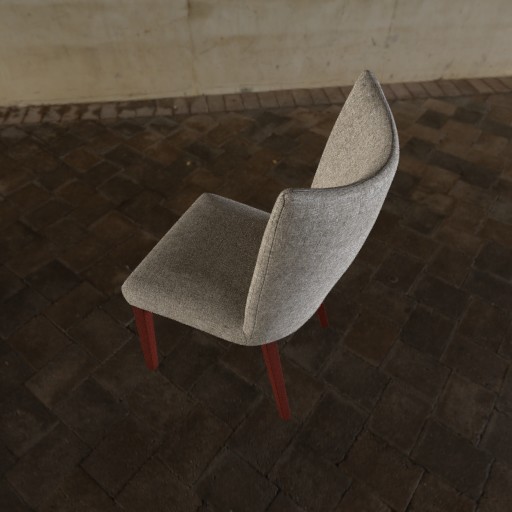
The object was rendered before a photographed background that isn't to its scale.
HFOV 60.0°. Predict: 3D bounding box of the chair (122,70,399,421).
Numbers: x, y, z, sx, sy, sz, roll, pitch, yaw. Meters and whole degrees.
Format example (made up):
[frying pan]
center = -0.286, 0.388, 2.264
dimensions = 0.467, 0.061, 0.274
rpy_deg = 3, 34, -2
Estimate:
[chair]
center = 0.000, 0.000, 1.261
dimensions = 0.623, 0.924, 0.535
rpy_deg = 18, 48, 17
